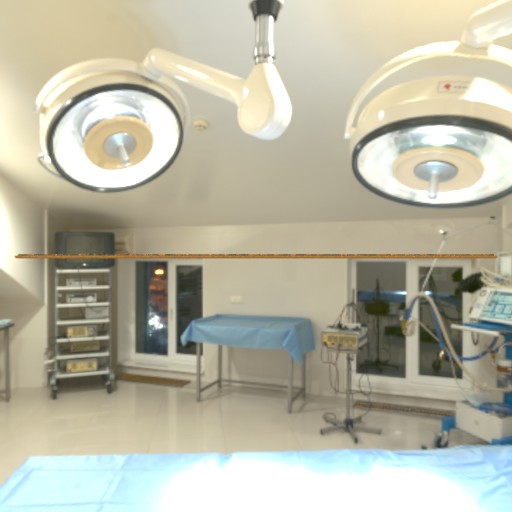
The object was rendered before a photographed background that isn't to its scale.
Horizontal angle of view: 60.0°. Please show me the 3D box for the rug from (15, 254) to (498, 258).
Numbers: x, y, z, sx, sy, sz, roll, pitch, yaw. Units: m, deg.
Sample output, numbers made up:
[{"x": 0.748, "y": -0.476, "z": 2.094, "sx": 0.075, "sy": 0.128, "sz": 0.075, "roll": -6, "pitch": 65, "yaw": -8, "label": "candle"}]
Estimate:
[{"x": 0.000, "y": 0.000, "z": 1.068, "sx": 0.863, "sy": 0.008, "sz": 0.557, "roll": 0, "pitch": 0, "yaw": 0, "label": "rug"}]
